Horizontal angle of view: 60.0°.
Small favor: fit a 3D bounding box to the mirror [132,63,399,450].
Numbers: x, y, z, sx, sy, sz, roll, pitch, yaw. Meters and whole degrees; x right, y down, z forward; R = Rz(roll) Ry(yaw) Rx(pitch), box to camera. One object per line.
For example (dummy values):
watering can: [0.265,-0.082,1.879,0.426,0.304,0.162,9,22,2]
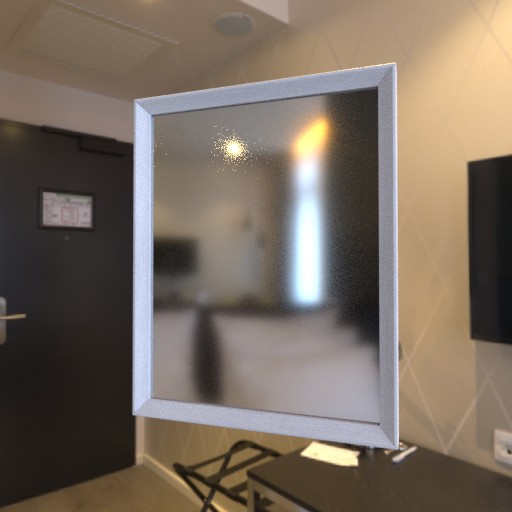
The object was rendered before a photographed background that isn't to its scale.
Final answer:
mirror: [0.000,0.000,0.667,0.406,0.509,0.041,0,-1,19]
